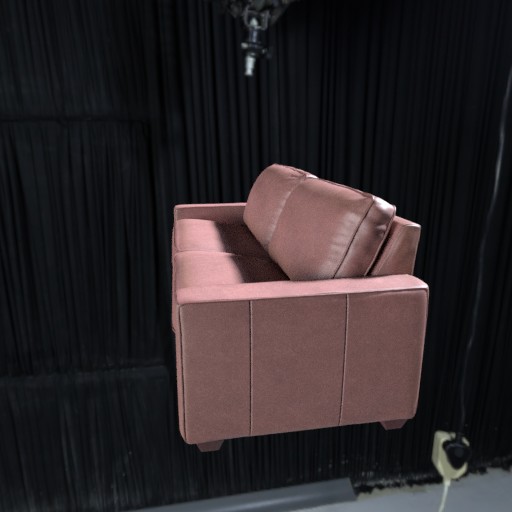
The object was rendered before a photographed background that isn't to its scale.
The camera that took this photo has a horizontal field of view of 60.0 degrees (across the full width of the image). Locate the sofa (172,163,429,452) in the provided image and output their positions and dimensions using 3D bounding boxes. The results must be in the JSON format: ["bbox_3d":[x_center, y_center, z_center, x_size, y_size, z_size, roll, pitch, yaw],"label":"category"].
[{"bbox_3d":[0.000,0.000,2.499,0.940,0.919,2.080,-3,16,-10],"label":"sofa"}]
